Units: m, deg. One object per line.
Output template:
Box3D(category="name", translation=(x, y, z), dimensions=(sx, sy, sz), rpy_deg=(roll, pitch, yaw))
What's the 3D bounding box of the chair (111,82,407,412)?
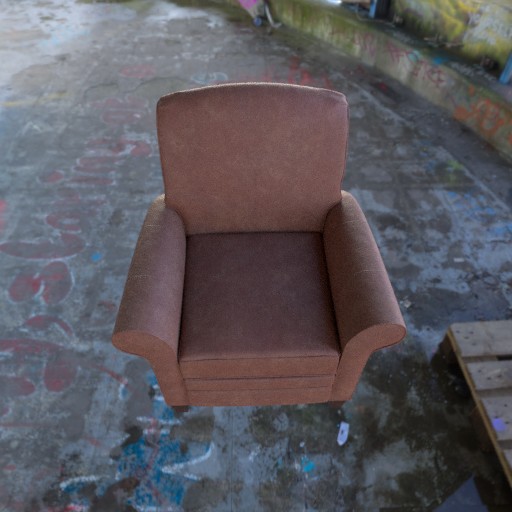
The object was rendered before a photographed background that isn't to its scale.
Box3D(category="chair", translation=(0.000, 0.000, 1.805), dimensions=(0.978, 1.061, 0.902), rpy_deg=(-1, 47, -1))
